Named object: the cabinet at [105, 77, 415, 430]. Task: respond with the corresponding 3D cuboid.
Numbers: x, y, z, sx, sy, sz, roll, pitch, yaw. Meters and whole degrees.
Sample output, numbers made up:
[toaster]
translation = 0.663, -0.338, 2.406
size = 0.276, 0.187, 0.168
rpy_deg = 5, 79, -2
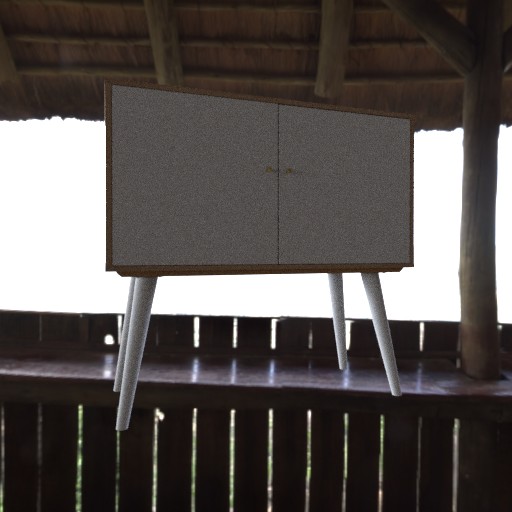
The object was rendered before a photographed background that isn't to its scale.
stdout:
[cabinet]
translation = 0.000, 0.000, 1.639
size = 1.057, 1.016, 0.470
rpy_deg = 0, 1, -19
